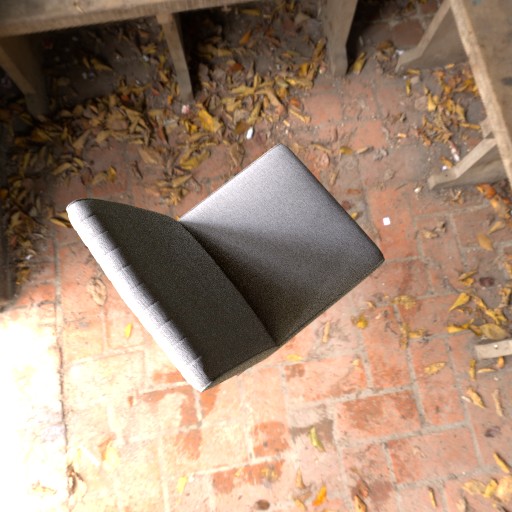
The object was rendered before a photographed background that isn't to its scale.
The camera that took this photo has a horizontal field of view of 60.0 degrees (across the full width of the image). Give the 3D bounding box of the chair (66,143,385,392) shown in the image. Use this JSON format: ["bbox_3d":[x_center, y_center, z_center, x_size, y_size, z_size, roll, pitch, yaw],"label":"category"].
[{"bbox_3d":[0.000,0.000,1.238,0.594,0.900,0.480,-38,79,-9],"label":"chair"}]
